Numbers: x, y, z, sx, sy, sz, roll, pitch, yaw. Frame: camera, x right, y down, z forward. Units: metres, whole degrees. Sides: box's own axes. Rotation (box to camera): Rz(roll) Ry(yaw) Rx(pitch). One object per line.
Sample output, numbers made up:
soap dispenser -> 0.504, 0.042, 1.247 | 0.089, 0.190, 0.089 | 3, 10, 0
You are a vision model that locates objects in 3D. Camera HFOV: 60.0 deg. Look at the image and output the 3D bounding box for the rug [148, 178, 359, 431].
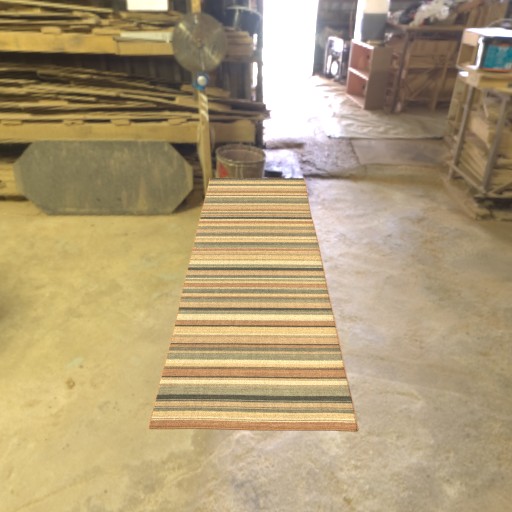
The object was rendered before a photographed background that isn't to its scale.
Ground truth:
rug -> 0.000, 0.000, 2.698 | 0.799, 0.010, 2.444 | 0, 32, 0
